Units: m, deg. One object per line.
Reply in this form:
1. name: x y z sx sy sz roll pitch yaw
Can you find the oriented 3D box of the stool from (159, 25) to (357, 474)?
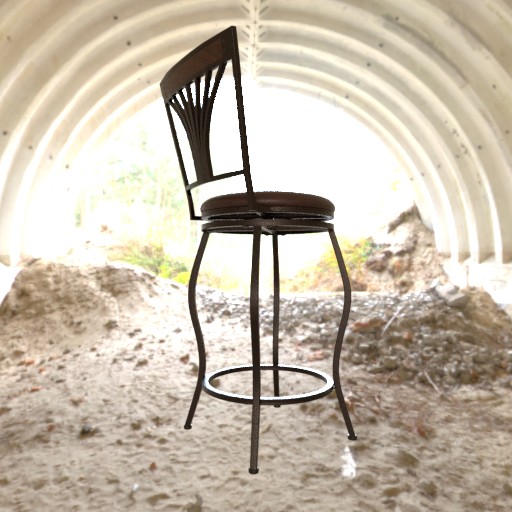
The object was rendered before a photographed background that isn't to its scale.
1. stool: 0.000 0.000 1.377 0.514 1.117 0.433 1 -1 -36
